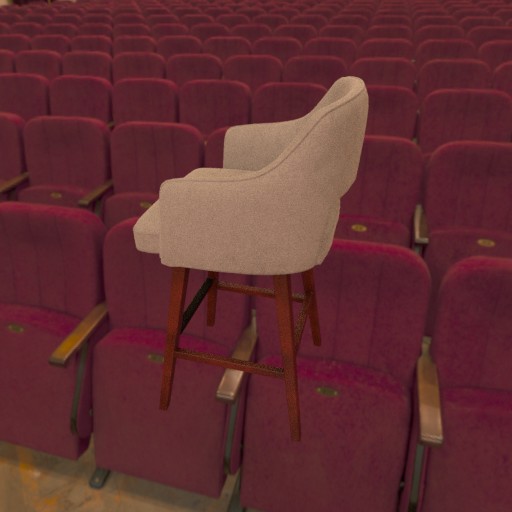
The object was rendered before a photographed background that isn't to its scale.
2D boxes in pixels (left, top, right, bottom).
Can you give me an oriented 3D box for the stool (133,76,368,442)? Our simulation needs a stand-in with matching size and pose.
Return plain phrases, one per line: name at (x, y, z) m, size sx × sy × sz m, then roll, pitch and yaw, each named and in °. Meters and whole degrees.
stool at (0.000, 0.000, 1.358) m, size 0.558 × 1.012 × 0.548 m, roll 8°, pitch 32°, yaw 13°
